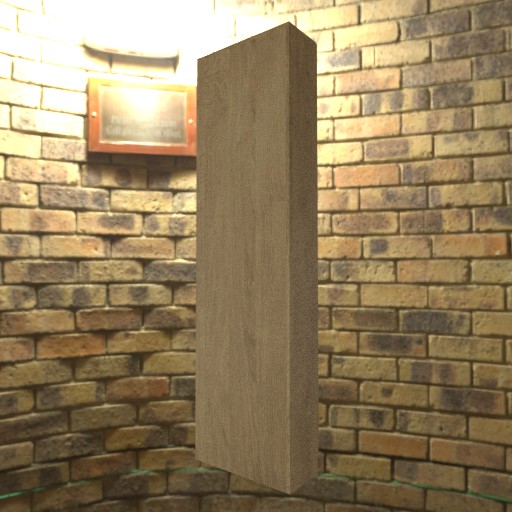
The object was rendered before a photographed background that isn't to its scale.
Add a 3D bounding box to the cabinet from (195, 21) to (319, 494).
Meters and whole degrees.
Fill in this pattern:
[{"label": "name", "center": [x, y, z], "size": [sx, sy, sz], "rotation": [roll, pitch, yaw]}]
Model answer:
[{"label": "cabinet", "center": [0.000, 0.000, 1.920], "size": [0.500, 1.790, 0.230], "rotation": [-1, -2, 38]}]
